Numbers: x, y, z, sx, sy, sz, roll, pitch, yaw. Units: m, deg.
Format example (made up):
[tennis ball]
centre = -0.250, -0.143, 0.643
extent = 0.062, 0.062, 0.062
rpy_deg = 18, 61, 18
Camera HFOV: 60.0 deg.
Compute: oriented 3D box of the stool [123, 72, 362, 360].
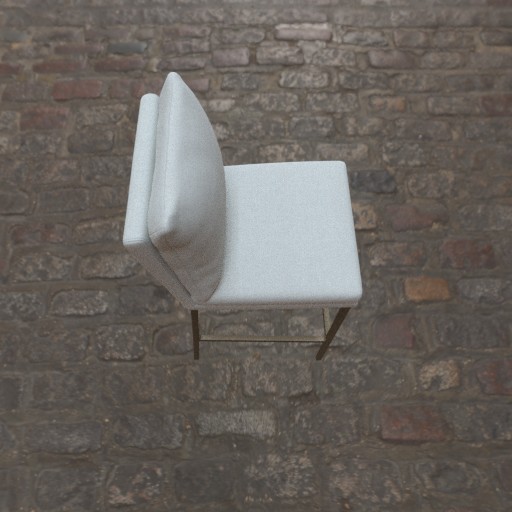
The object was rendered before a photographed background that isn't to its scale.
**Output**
[stool]
centre = 0.000, 0.000, 1.458
extent = 0.572, 1.125, 0.463
rpy_deg = -1, 64, -1
